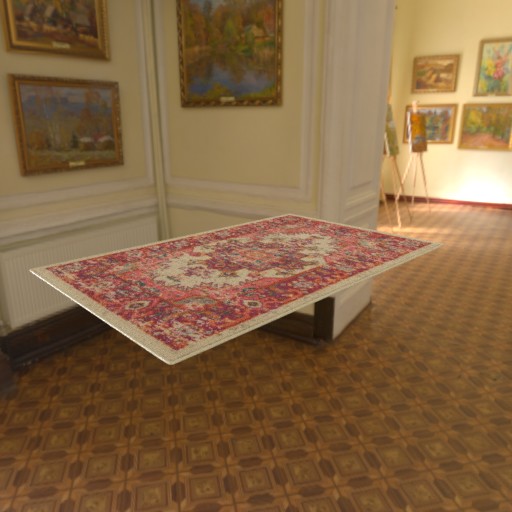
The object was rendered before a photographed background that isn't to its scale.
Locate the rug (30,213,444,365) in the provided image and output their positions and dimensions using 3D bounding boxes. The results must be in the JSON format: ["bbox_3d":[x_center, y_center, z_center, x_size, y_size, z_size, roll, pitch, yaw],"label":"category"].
[{"bbox_3d":[0.000,0.000,1.082,0.868,0.004,0.556,-16,23,-42],"label":"rug"}]
